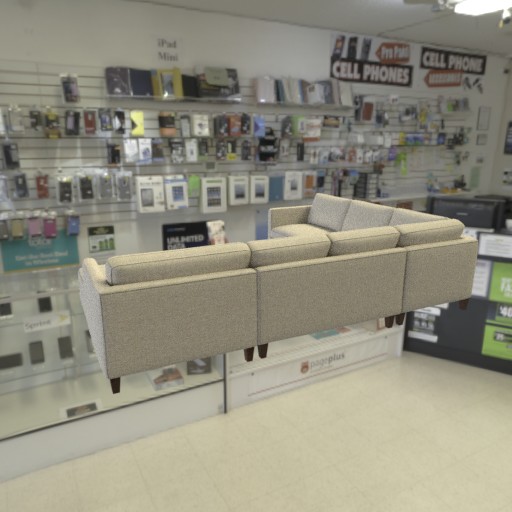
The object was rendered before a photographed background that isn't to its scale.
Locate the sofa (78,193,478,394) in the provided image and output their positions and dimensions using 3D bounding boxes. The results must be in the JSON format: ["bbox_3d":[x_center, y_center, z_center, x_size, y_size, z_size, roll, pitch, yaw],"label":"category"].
[{"bbox_3d":[0.000,0.000,4.519,3.403,0.889,2.551,-7,16,-25],"label":"sofa"}]
